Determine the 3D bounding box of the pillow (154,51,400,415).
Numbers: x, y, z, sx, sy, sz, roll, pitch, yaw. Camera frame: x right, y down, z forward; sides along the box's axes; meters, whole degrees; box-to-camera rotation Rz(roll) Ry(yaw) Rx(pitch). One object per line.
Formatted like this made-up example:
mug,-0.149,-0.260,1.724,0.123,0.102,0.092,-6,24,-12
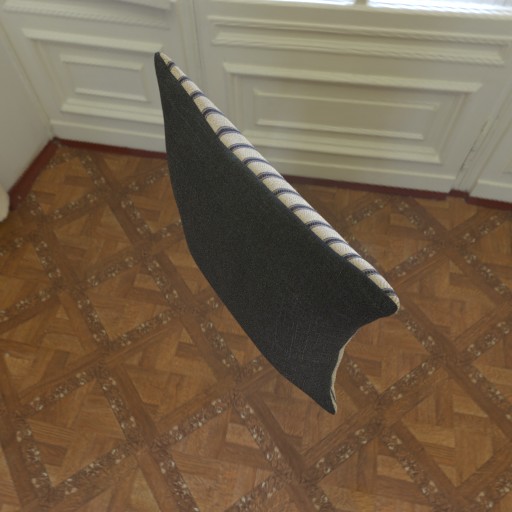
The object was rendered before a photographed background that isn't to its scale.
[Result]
pillow,0.000,0.000,0.685,0.138,0.444,0.468,-31,63,-18
